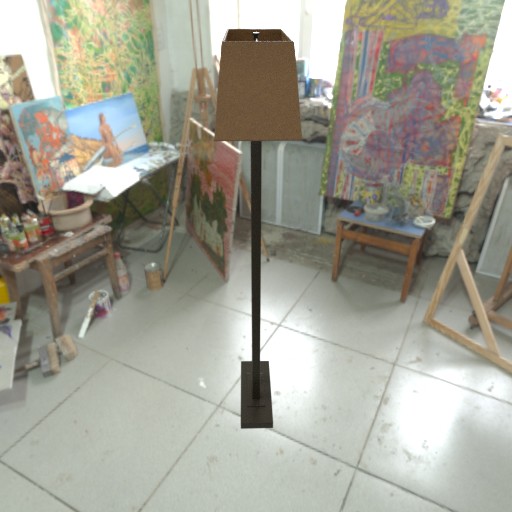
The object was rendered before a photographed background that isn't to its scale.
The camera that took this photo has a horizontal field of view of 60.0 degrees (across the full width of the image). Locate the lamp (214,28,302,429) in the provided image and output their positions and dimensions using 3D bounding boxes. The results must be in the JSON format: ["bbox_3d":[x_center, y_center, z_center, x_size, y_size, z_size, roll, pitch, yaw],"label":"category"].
[{"bbox_3d":[0.000,0.000,1.628,0.233,1.469,0.475,-1,31,-1],"label":"lamp"}]
